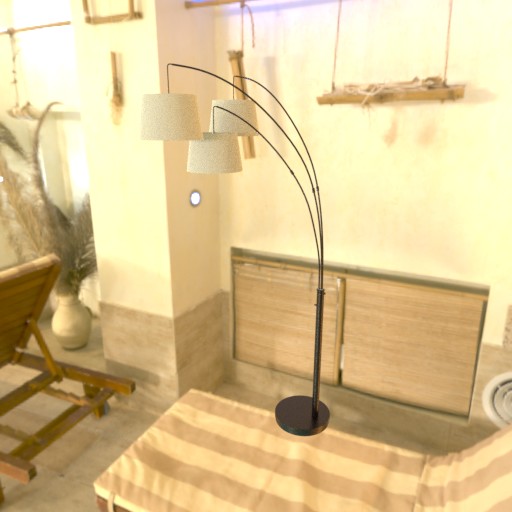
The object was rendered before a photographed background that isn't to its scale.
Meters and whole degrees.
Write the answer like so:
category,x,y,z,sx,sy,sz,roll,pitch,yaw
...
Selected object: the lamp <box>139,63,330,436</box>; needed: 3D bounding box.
category,x,y,z,sx,sy,sz,roll,pitch,yaw
lamp,0.000,0.000,2.475,0.924,1.950,0.951,8,19,25
